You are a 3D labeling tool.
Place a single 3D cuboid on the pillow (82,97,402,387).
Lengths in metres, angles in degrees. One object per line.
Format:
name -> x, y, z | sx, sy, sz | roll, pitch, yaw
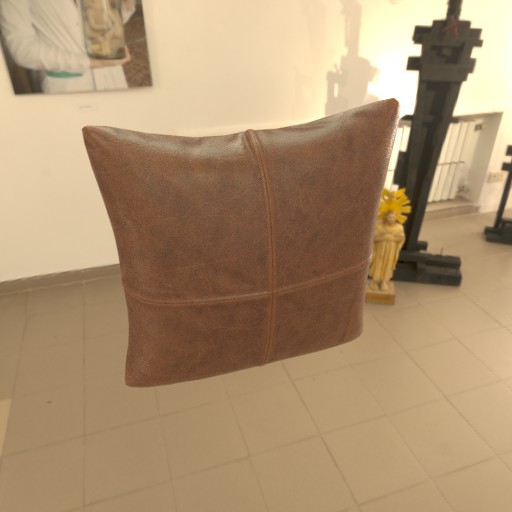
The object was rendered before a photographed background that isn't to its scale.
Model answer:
pillow -> 0.000, 0.000, 0.732 | 0.484, 0.470, 0.192 | -10, 32, -16
